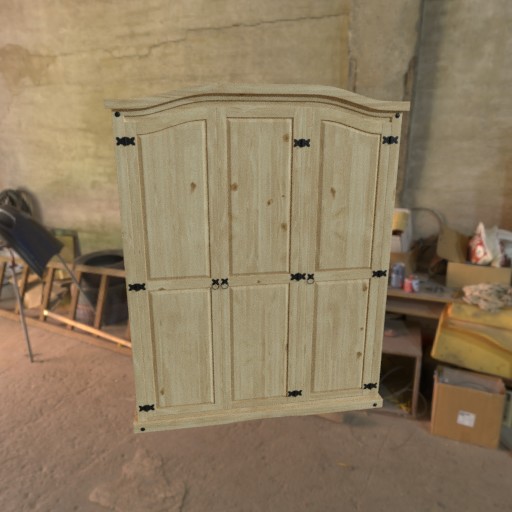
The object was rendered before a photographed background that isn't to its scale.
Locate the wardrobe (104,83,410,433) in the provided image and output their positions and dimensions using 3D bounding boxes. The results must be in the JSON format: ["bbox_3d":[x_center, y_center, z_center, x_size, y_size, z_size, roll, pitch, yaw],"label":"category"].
[{"bbox_3d":[0.000,0.000,2.642,1.500,1.870,0.570,-3,16,-9],"label":"wardrobe"}]
